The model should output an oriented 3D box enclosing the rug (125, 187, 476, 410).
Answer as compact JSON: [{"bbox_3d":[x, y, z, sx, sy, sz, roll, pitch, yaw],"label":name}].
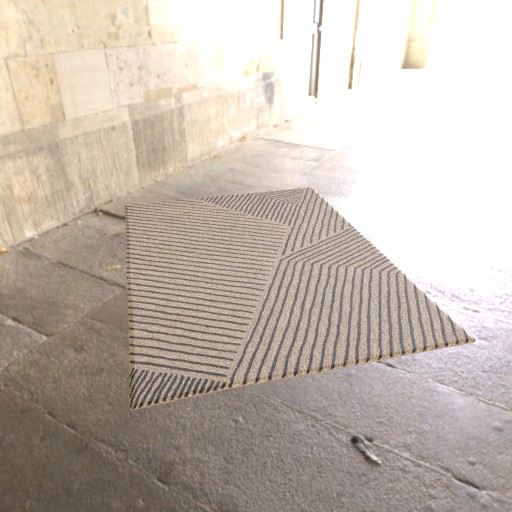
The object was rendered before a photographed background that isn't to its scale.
[{"bbox_3d":[0.000,0.000,3.228,1.829,0.028,2.449,-7,30,-13],"label":"rug"}]
